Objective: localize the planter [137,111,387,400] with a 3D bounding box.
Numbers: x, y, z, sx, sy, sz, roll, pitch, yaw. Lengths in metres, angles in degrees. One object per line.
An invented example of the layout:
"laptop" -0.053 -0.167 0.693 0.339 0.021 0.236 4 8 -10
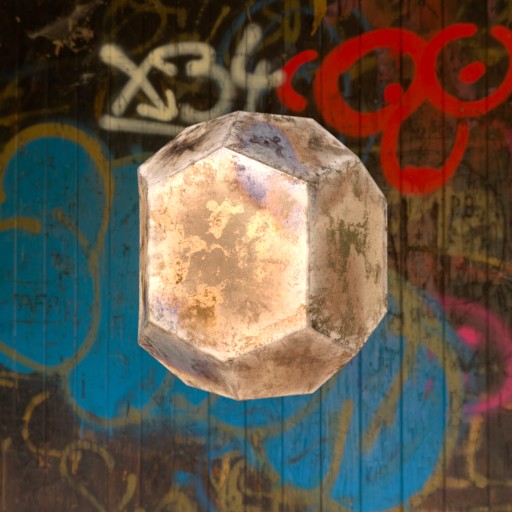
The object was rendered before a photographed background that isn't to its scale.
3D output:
"planter" 0.000 0.000 0.427 0.221 0.238 0.243 0 -1 -17
